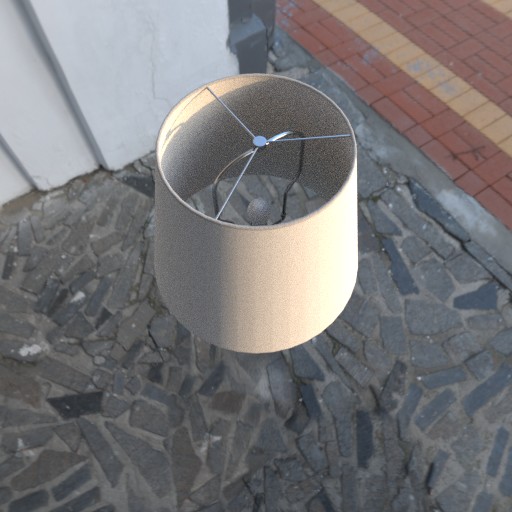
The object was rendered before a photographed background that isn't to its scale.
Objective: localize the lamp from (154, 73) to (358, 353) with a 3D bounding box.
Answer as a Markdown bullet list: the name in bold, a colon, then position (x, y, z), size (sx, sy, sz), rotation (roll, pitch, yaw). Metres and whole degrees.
- **lamp**: position (0.000, 0.000, 0.785), size (0.355, 0.582, 0.355), rotation (0, 62, 0)
